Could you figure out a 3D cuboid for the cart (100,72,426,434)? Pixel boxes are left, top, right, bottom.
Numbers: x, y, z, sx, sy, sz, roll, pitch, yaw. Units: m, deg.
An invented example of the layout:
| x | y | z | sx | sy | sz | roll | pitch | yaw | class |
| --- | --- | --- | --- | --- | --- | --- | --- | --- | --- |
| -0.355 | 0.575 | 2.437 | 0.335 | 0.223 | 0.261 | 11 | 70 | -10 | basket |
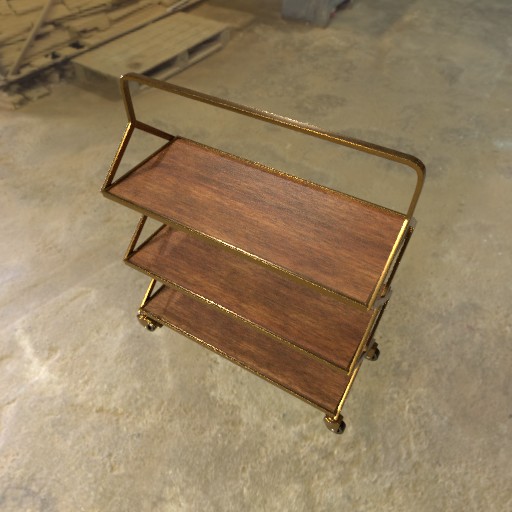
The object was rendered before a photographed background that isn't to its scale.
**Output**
| x | y | z | sx | sy | sz | roll | pitch | yaw | class |
| --- | --- | --- | --- | --- | --- | --- | --- | --- | --- |
| 0.000 | 0.000 | 1.145 | 0.723 | 0.805 | 0.313 | 24 | 51 | 21 | cart |
